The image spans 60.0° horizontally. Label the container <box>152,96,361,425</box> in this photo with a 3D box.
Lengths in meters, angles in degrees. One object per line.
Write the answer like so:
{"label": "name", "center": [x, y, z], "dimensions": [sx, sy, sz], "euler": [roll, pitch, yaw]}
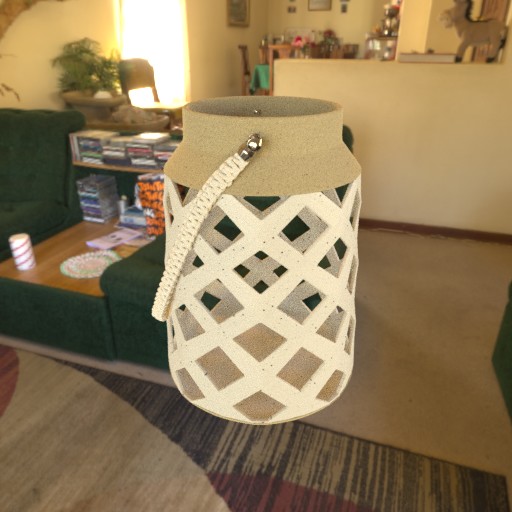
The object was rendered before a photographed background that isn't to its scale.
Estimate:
{"label": "container", "center": [0.000, 0.000, 0.352], "dimensions": [0.172, 0.229, 0.163], "euler": [0, 26, 1]}
